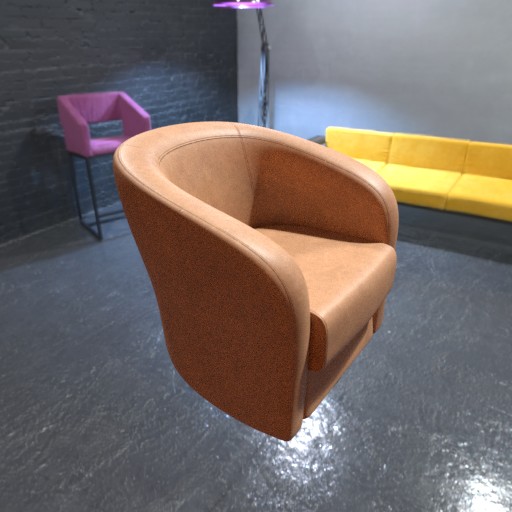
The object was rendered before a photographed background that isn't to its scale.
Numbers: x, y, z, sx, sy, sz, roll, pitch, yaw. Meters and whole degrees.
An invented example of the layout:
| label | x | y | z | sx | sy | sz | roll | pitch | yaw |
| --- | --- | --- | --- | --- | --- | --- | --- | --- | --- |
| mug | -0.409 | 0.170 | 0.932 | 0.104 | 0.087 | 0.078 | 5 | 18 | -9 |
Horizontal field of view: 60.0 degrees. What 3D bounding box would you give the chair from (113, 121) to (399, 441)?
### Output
| label | x | y | z | sx | sy | sz | roll | pitch | yaw |
| --- | --- | --- | --- | --- | --- | --- | --- | --- | --- |
| chair | 0.000 | 0.000 | 1.486 | 0.815 | 0.771 | 0.791 | 18 | 32 | 31 |
